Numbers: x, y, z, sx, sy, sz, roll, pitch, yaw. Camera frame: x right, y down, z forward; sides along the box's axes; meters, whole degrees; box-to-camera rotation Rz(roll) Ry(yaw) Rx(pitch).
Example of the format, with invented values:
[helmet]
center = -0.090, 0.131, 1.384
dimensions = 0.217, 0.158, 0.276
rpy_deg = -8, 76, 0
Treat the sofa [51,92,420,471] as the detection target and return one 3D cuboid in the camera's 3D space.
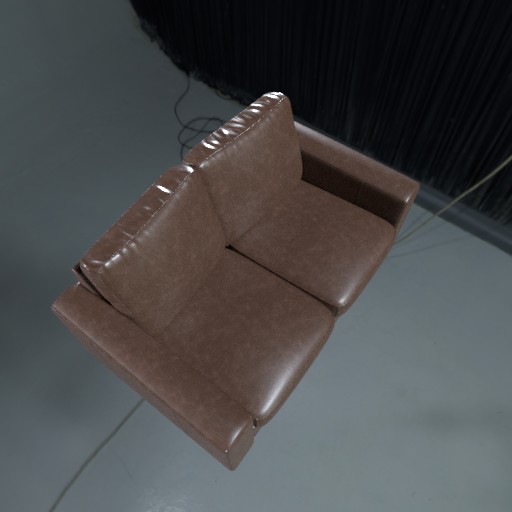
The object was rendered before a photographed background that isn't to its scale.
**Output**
[sofa]
center = 0.000, 0.000, 2.189
dimensions = 1.016, 0.873, 1.616
rpy_deg = 32, 63, 19
